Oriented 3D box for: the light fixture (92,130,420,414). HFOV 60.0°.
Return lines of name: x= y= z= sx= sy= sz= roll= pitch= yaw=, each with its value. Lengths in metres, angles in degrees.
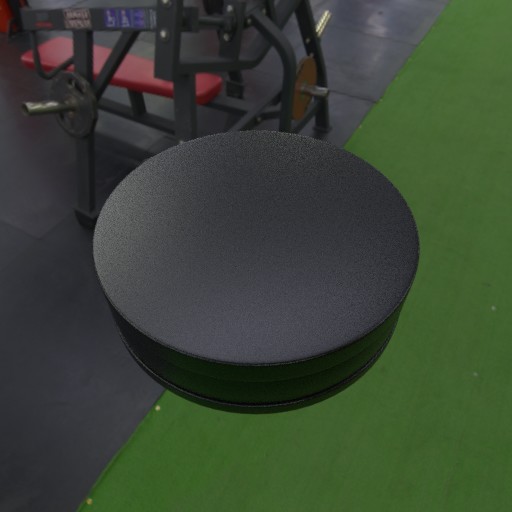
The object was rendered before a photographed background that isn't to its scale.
light fixture: x=0.000 y=0.000 z=0.425 sx=0.283 sy=0.097 sz=0.283 roll=0 pitch=49 yaw=0
